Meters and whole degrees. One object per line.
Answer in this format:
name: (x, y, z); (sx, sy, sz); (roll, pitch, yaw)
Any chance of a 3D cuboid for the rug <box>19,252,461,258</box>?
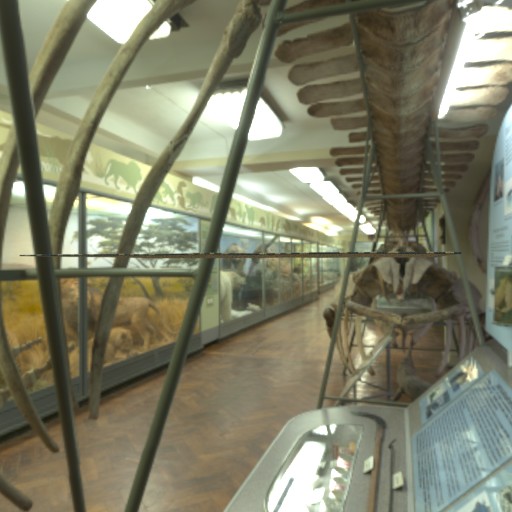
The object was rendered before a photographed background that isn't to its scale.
rug: (0.000, 0.000, 2.699); (2.135, 0.013, 1.524); (0, -1, 18)
